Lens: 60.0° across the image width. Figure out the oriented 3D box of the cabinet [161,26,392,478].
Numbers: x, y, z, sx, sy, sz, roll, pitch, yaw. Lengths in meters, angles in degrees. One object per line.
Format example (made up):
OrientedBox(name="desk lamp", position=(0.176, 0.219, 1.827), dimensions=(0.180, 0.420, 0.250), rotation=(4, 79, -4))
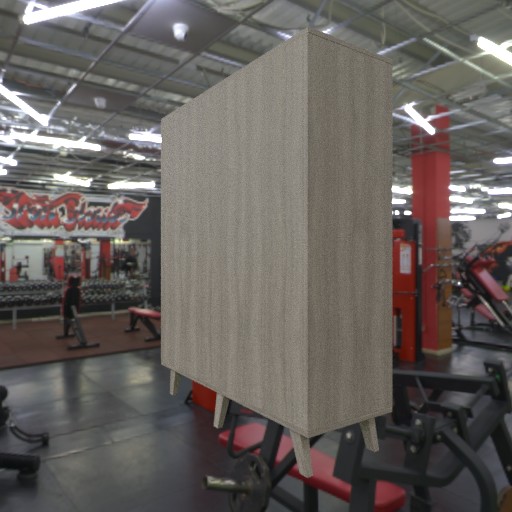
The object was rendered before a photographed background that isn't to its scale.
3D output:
OrientedBox(name="cabinet", position=(0.000, 0.000, 1.905), dimensions=(0.398, 1.388, 1.111), rotation=(0, 0, -35))
